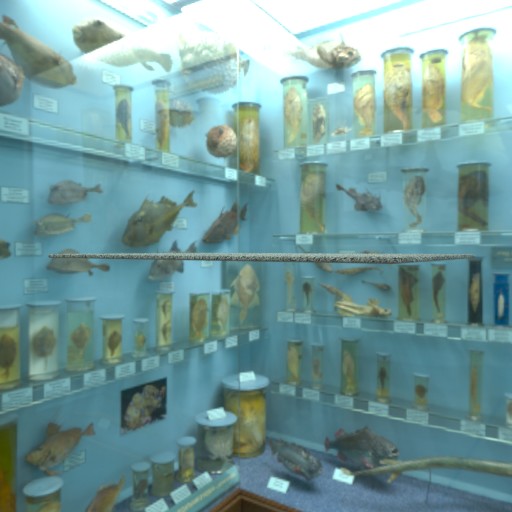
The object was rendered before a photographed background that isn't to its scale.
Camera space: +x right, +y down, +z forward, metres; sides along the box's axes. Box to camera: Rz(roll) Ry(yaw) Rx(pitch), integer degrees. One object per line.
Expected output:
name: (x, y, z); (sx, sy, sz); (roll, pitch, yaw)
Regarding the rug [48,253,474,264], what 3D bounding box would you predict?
rug: (0.000, 0.000, 3.382); (2.743, 0.030, 1.778); (1, 1, 36)
